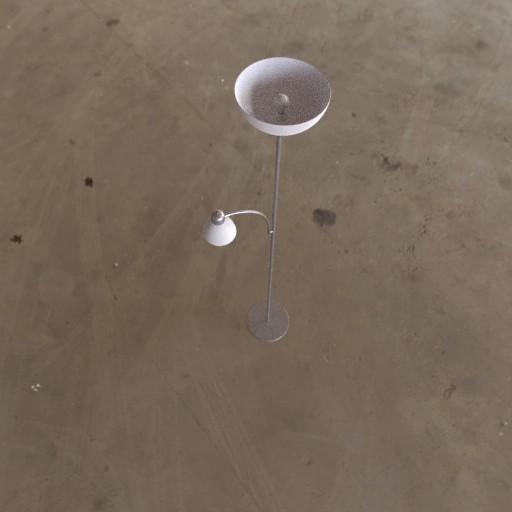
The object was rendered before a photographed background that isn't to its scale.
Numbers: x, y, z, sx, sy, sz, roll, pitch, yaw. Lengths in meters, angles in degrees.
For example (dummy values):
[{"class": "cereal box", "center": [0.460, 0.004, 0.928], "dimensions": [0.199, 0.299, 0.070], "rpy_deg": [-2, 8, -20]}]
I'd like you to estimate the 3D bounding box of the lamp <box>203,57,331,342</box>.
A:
[{"class": "lamp", "center": [0.000, 0.000, 1.997], "dimensions": [0.425, 1.804, 0.279], "rpy_deg": [-17, 63, -9]}]
